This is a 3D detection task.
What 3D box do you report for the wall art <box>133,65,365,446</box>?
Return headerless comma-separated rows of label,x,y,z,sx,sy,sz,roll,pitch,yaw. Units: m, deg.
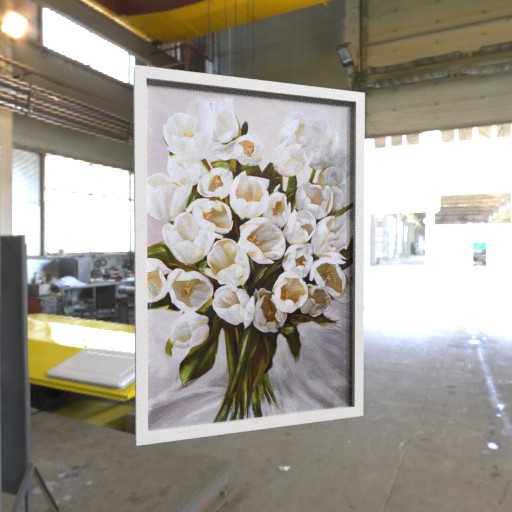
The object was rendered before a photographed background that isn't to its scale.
wall art,0.000,0.000,0.554,0.293,0.428,0.025,0,1,-18
